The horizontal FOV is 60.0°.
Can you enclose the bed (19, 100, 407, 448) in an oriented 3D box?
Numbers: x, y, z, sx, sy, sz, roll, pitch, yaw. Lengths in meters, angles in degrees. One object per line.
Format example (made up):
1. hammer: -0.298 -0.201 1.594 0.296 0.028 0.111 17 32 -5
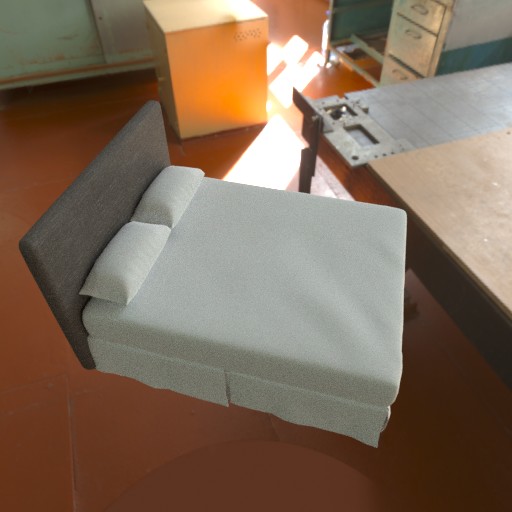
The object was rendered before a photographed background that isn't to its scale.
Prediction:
1. bed: 0.000 0.000 3.119 2.142 1.330 1.723 11 47 10
